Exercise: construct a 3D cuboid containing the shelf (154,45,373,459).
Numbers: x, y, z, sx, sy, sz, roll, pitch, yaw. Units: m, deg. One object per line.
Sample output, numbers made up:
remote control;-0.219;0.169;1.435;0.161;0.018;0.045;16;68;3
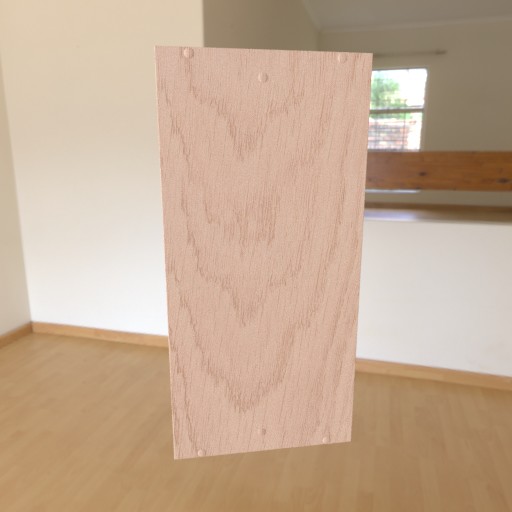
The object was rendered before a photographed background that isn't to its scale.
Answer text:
shelf;0.000;0.000;0.742;0.290;0.600;0.200;-2;14;-9
